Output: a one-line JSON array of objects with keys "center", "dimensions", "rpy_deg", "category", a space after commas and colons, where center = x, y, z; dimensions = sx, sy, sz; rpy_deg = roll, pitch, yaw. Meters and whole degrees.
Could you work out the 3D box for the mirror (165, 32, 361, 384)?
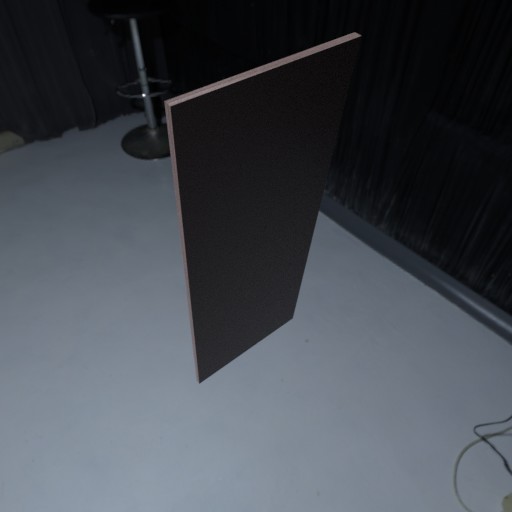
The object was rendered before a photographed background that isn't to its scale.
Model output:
[{"center": [0.000, 0.000, 2.249], "dimensions": [0.812, 2.020, 0.221], "rpy_deg": [-31, 54, -25], "category": "mirror"}]
